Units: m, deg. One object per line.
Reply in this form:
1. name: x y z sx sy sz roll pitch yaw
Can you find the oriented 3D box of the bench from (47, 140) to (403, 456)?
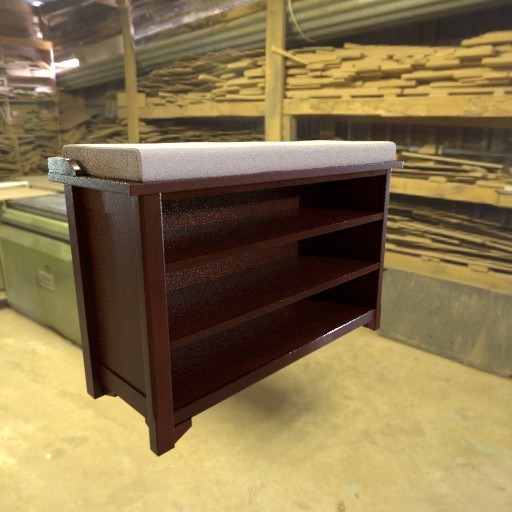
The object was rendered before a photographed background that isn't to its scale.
1. bench: 0.000 0.000 1.300 0.369 0.646 0.987 15 21 43
